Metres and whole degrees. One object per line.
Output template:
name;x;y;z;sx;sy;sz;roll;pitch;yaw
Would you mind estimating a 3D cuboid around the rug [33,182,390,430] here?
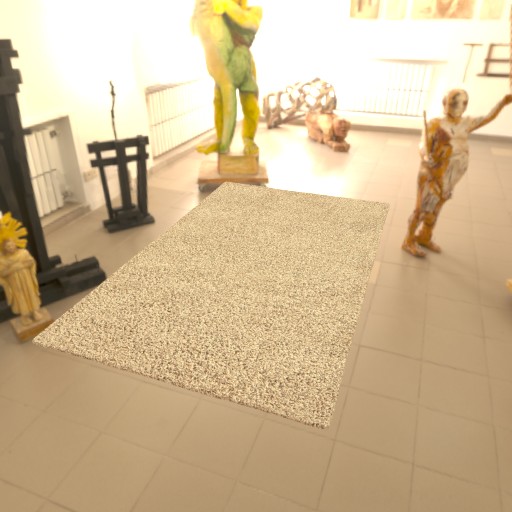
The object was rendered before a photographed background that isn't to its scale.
rug;0.000;0.000;3.001;1.524;0.030;2.438;10;31;18
